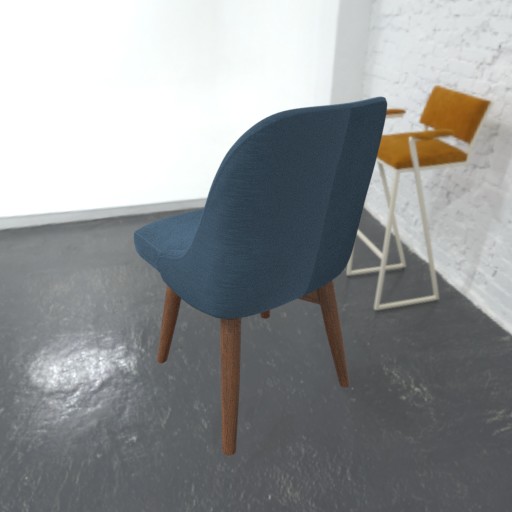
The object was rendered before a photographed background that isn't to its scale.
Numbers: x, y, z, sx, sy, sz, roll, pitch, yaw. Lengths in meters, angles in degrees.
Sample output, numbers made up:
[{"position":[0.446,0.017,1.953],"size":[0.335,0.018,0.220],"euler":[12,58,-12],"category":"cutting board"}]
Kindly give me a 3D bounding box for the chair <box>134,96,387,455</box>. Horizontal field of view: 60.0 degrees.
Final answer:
[{"position":[0.000,0.000,1.202],"size":[0.503,0.882,0.589],"euler":[-19,34,-30],"category":"chair"}]
